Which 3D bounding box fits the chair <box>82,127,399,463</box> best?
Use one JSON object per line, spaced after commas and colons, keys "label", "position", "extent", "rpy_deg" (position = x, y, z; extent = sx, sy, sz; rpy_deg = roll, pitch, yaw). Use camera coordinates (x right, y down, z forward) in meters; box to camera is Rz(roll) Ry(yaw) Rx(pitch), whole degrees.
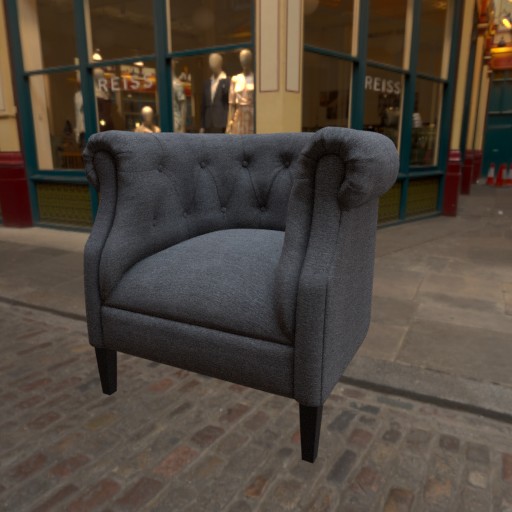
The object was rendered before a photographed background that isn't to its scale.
{"label": "chair", "position": [0.000, 0.000, 1.514], "extent": [0.905, 0.827, 0.852], "rpy_deg": [7, 16, 26]}
